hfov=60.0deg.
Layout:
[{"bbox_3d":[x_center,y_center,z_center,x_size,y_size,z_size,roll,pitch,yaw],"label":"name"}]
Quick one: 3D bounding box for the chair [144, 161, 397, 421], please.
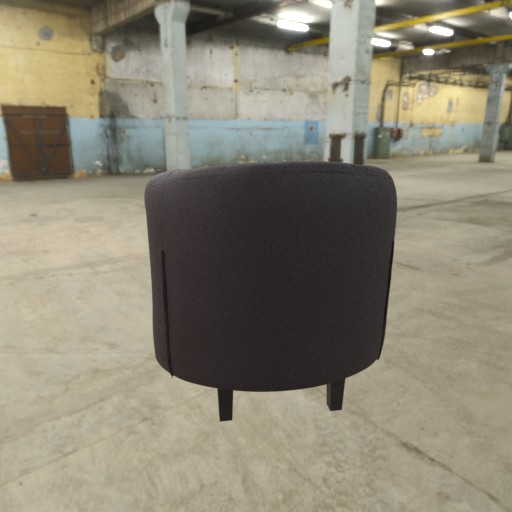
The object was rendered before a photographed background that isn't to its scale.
[{"bbox_3d":[0.000,0.000,1.681,0.763,0.760,1.191,-2,15,-9],"label":"chair"}]
